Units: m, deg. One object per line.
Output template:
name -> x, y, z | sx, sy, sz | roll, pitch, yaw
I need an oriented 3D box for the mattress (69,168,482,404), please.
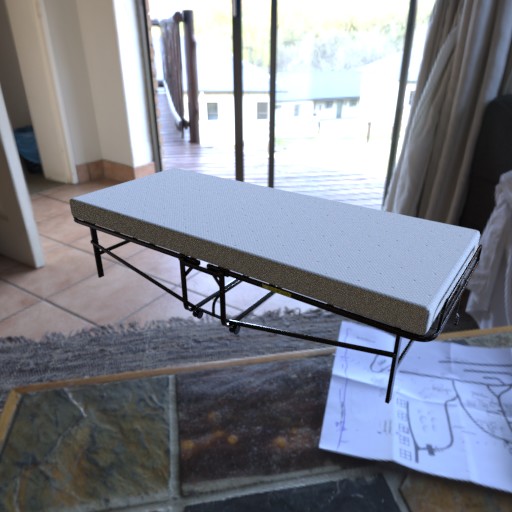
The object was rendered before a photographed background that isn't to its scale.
mattress -> 0.000, 0.000, 2.499 | 2.153, 0.519, 0.922 | 17, 31, 31
